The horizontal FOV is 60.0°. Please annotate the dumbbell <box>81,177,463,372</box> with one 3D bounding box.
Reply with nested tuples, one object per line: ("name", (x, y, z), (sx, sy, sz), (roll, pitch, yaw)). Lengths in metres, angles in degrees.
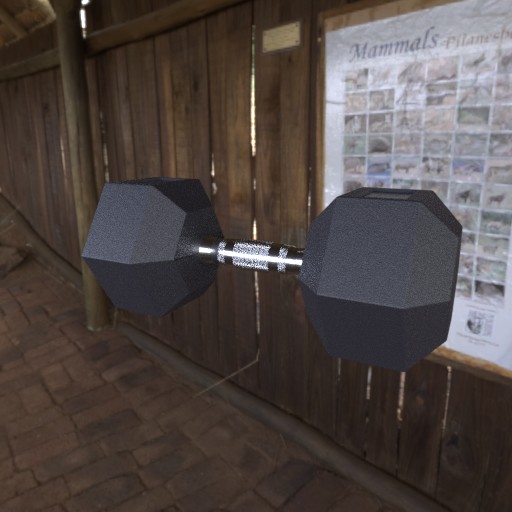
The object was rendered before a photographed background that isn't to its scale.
("dumbbell", (0.000, 0.000, 0.437), (0.361, 0.137, 0.157), (7, 17, 26))
